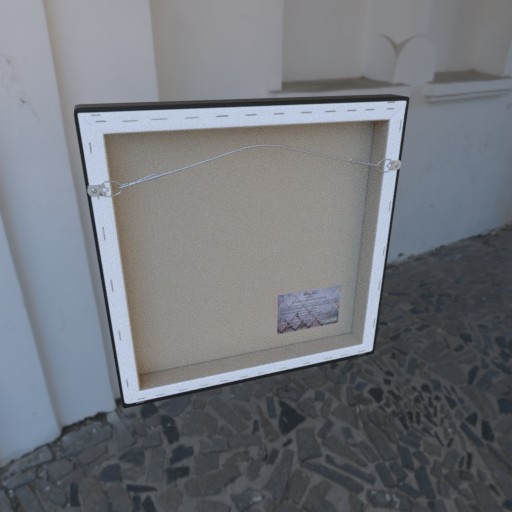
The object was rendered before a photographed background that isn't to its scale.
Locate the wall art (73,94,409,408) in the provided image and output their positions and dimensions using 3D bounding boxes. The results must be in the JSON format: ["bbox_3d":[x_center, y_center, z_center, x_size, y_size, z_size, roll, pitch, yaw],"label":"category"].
[{"bbox_3d":[0.000,0.000,0.610,0.406,0.407,0.041,-8,26,-16],"label":"wall art"}]
